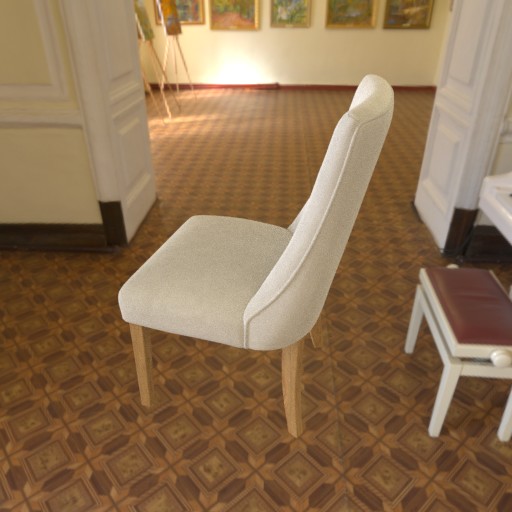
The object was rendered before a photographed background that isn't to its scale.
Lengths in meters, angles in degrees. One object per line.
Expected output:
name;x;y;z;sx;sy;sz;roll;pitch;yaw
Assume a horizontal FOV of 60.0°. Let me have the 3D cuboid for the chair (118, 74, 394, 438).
chair;0.000;0.000;1.225;0.610;0.902;0.495;9;31;14
